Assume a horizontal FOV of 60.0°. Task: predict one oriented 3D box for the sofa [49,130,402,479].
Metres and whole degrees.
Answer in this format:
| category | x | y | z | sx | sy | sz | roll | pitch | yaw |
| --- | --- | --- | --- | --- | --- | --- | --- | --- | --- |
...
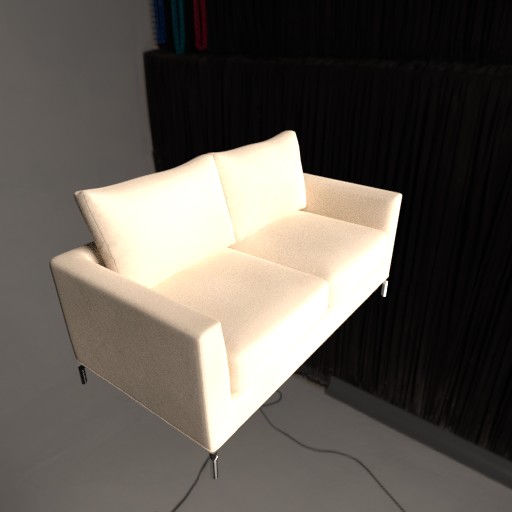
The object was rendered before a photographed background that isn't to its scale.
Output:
| category | x | y | z | sx | sy | sz | roll | pitch | yaw |
| --- | --- | --- | --- | --- | --- | --- | --- | --- | --- |
| sofa | 0.000 | 0.000 | 2.327 | 0.906 | 0.995 | 1.739 | 19 | 32 | 32 |
